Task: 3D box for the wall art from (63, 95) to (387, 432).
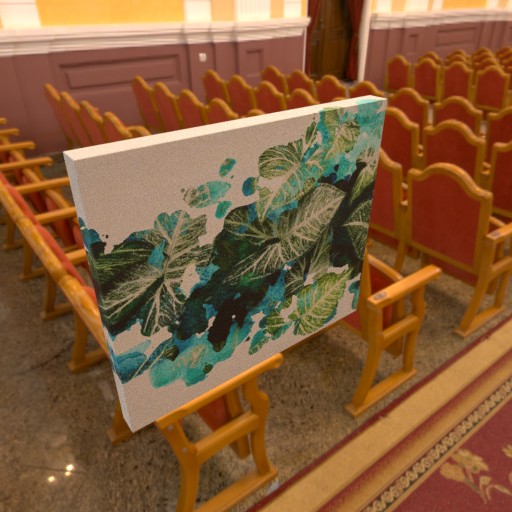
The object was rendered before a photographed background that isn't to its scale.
[{"bbox_3d":[0.000,0.000,0.718,0.507,0.435,0.041,-21,37,-31],"label":"wall art"}]
